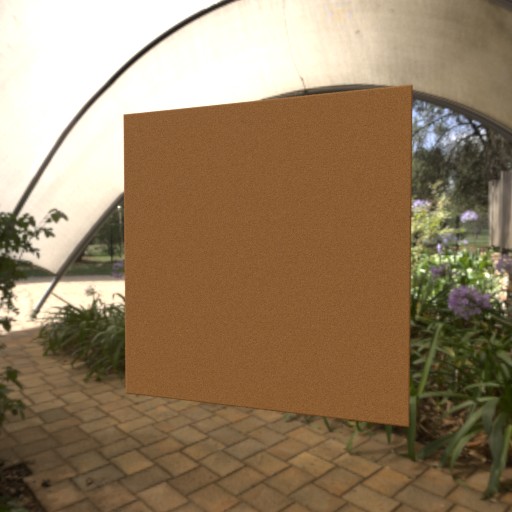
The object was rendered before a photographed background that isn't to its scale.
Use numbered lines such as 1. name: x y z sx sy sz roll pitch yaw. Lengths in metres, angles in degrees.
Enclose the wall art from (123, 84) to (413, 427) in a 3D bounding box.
1. wall art: 0.000 0.000 0.841 0.554 0.572 0.037 1 2 18
